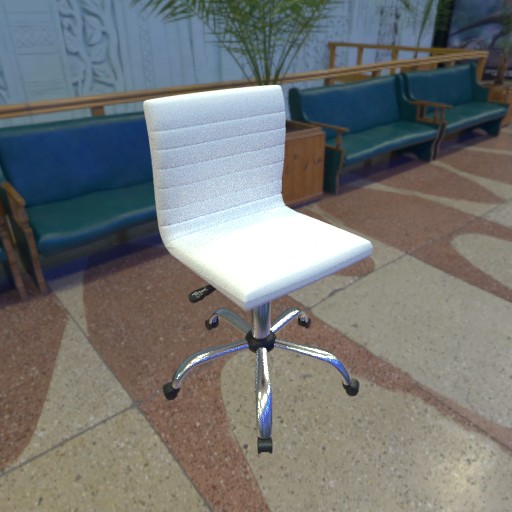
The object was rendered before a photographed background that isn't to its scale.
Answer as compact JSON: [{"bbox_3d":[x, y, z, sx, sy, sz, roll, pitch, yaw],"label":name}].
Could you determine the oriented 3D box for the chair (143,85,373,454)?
[{"bbox_3d":[0.000,0.000,1.153,0.556,0.780,0.530,-20,35,-32],"label":"chair"}]
